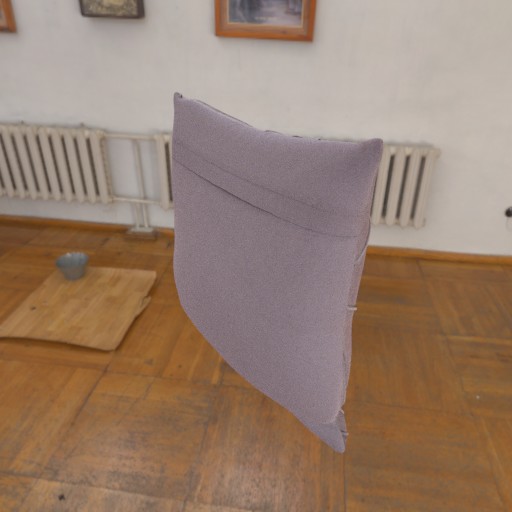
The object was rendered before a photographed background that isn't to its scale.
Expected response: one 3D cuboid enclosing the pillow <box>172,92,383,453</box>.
[{"bbox_3d":[0.000,0.000,0.680,0.185,0.440,0.439,-20,34,-32],"label":"pillow"}]
